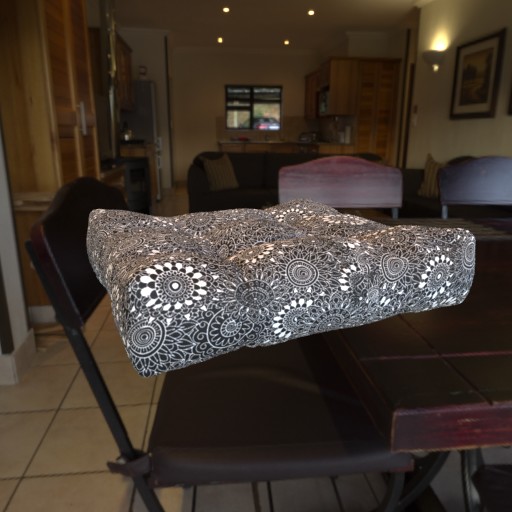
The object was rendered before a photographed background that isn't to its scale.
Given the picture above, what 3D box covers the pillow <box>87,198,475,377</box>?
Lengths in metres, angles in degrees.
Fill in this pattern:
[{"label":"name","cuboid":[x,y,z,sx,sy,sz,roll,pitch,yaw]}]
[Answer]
[{"label":"pillow","cuboid":[0.000,0.000,0.724,0.490,0.128,0.468,-7,16,-24]}]
